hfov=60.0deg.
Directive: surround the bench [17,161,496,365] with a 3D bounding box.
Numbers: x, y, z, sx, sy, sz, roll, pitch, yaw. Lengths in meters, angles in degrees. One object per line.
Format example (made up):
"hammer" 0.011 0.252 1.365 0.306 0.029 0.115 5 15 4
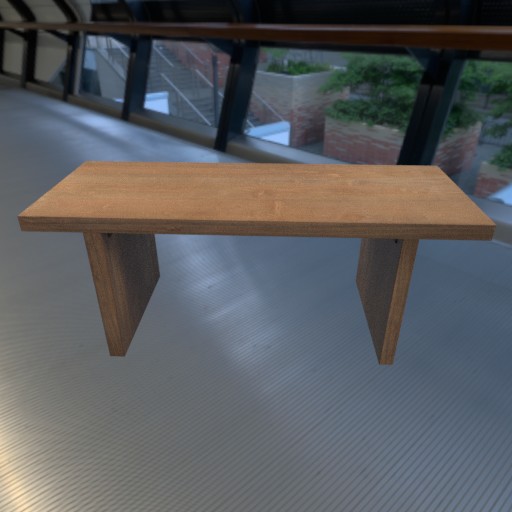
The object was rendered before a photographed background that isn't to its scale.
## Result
"bench" 0.000 0.000 1.404 1.183 0.458 0.458 1 29 2
